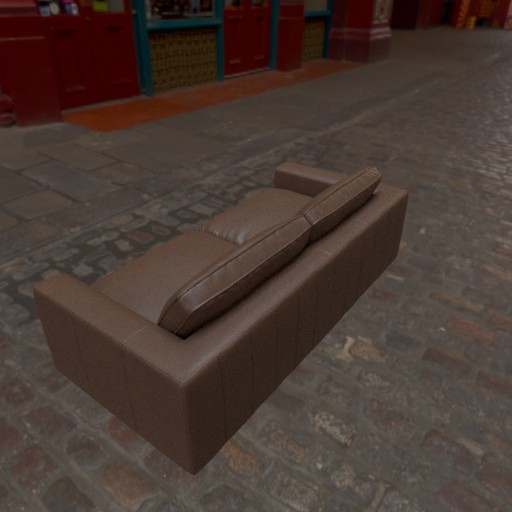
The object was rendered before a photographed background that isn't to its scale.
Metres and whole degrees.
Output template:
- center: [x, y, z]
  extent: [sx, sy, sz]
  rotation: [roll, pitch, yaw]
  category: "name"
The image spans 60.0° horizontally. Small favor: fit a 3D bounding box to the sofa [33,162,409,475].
- center: [0.000, 0.000, 2.717]
  extent: [1.070, 0.801, 2.262]
  rotation: [21, 37, 31]
  category: "sofa"
